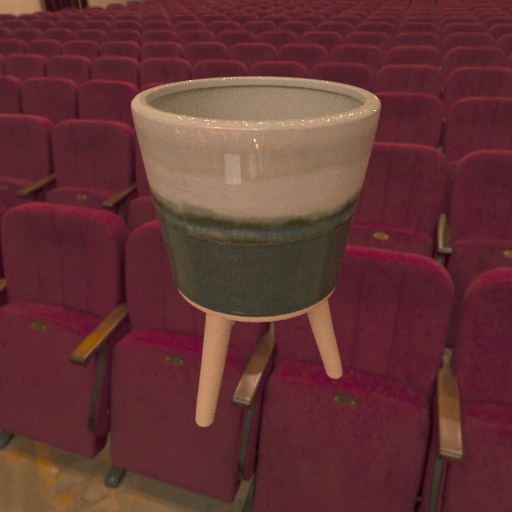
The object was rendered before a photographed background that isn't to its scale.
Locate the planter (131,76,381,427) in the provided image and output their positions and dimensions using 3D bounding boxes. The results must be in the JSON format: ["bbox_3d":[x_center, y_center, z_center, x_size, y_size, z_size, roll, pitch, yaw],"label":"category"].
[{"bbox_3d":[0.000,0.000,0.475,0.217,0.331,0.217,9,32,16],"label":"planter"}]
